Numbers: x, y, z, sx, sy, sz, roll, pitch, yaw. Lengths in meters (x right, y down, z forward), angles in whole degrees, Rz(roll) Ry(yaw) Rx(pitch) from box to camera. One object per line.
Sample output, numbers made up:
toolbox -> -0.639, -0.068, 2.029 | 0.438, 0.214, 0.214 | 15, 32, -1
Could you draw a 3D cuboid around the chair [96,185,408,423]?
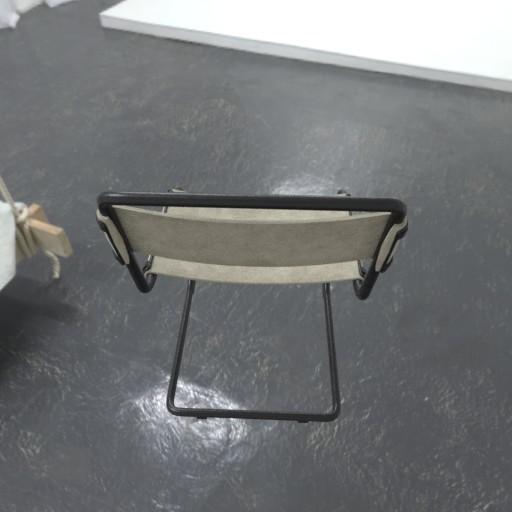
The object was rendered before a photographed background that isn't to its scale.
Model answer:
chair -> 0.000, 0.000, 1.070 | 0.499, 0.747, 0.497 | 2, 46, 2
